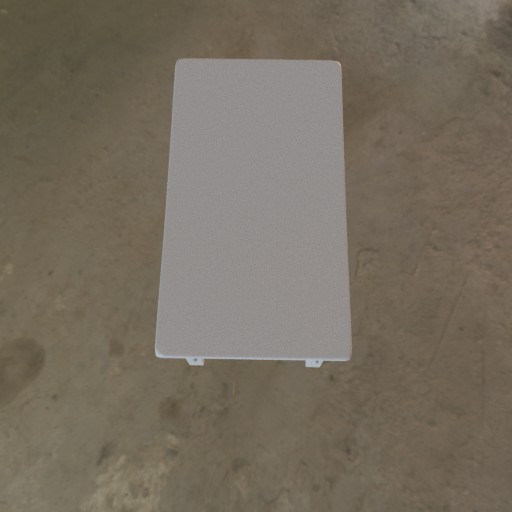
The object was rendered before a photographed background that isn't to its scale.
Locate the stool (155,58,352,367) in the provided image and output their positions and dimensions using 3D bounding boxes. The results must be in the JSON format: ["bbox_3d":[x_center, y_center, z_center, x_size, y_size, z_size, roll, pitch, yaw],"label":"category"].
[{"bbox_3d":[0.000,0.000,0.857,0.322,0.610,0.406,1,75,0],"label":"stool"}]
